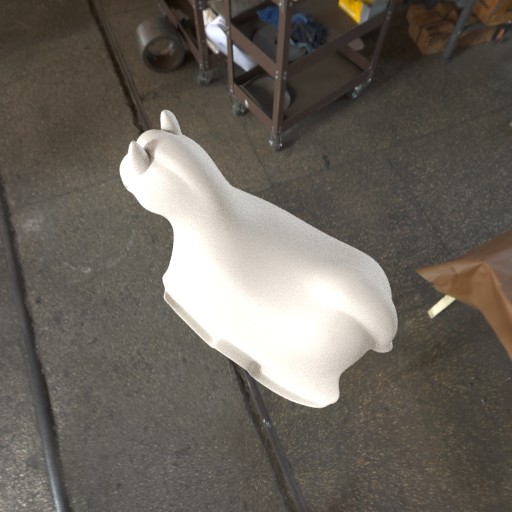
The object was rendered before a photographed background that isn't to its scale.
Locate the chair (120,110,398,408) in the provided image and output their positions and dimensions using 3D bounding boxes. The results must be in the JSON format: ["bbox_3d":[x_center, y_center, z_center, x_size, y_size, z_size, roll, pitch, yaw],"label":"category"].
[{"bbox_3d":[0.000,0.000,1.126,0.800,0.612,0.429,31,68,14],"label":"chair"}]
